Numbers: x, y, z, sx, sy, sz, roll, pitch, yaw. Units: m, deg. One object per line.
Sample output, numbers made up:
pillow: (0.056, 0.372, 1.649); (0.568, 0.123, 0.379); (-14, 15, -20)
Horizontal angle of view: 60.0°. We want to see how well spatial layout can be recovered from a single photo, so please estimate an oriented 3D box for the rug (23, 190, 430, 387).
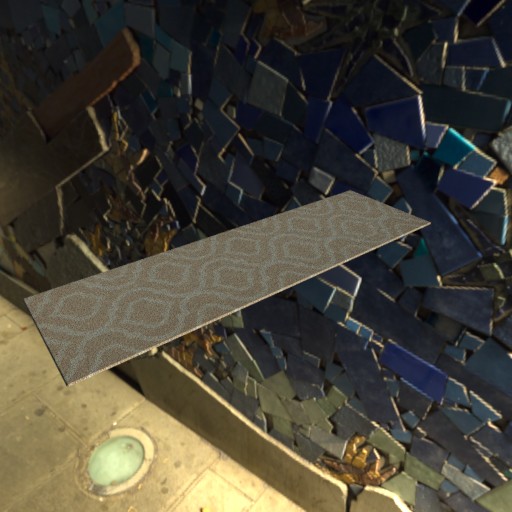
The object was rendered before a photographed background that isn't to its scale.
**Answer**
rug: (0.000, 0.000, 2.485); (2.289, 0.013, 0.691); (-21, 36, -31)
